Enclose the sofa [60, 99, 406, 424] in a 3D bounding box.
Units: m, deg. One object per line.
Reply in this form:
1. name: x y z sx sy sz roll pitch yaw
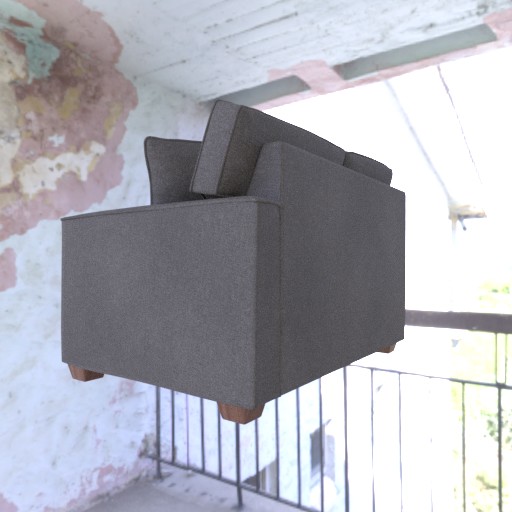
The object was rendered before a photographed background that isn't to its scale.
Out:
1. sofa: 0.000 0.000 2.054 0.991 0.989 1.388 -1 -1 36
